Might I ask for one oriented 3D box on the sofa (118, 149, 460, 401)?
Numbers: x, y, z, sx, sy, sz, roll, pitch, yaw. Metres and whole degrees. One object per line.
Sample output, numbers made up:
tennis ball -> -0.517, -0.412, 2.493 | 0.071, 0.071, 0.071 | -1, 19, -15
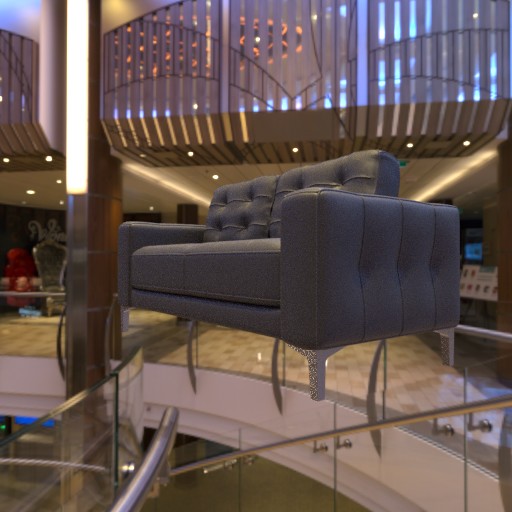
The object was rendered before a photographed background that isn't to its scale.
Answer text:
sofa -> 0.000, 0.000, 2.226 | 0.833, 0.893, 1.726 | 0, -1, -37
